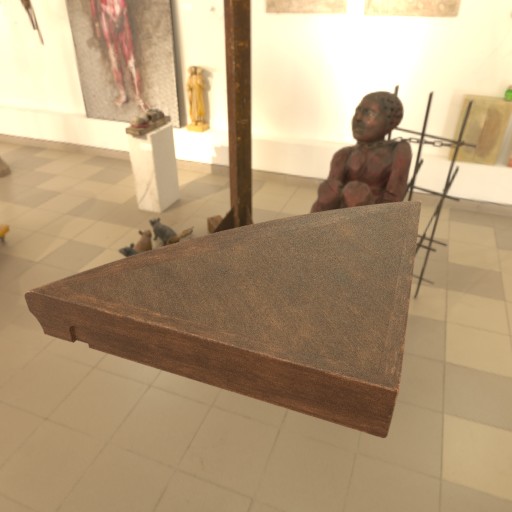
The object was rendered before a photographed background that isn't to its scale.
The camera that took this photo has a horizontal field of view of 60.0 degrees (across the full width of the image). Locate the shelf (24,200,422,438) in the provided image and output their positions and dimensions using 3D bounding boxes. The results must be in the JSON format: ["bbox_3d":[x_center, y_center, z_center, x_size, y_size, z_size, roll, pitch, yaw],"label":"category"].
[{"bbox_3d":[0.000,0.000,0.463,0.310,0.050,0.310,11,34,17],"label":"shelf"}]
